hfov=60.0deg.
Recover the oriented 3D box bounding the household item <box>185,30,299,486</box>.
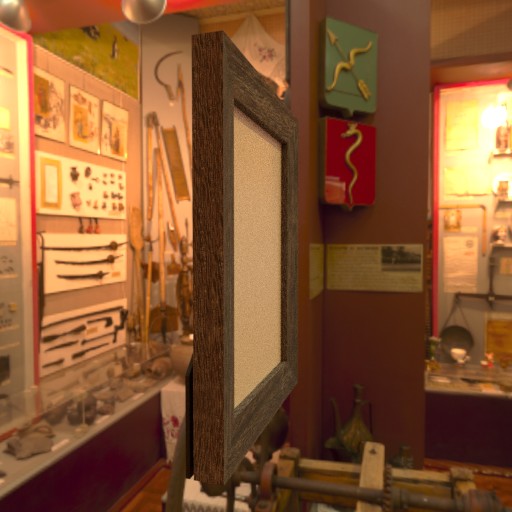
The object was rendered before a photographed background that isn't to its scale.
[{"bbox_3d":[0.000,0.000,0.283,0.020,0.210,0.160,1,2,18],"label":"household item"}]
